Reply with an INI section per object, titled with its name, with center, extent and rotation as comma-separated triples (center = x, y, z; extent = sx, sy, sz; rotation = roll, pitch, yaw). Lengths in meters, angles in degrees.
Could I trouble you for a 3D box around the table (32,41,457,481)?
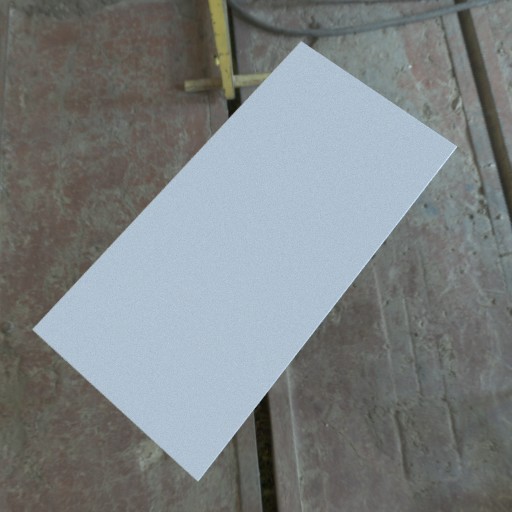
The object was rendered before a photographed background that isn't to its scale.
[table]
center = 0.000, 0.000, 2.300
extent = 0.900, 0.790, 1.800
rotation = 38, 79, 9
